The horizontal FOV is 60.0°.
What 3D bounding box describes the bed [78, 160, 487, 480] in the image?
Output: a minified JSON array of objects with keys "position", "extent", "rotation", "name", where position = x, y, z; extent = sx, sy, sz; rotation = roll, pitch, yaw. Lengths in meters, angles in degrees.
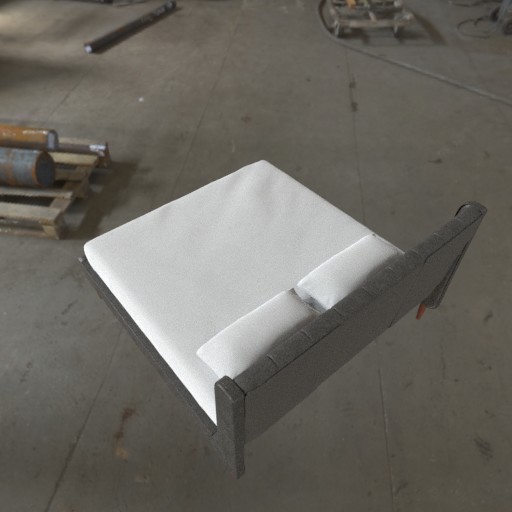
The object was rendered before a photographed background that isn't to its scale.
[{"position":[0.000,0.000,3.134],"extent":[1.903,1.158,2.031],"rotation":[-31,53,-27],"name":"bed"}]
